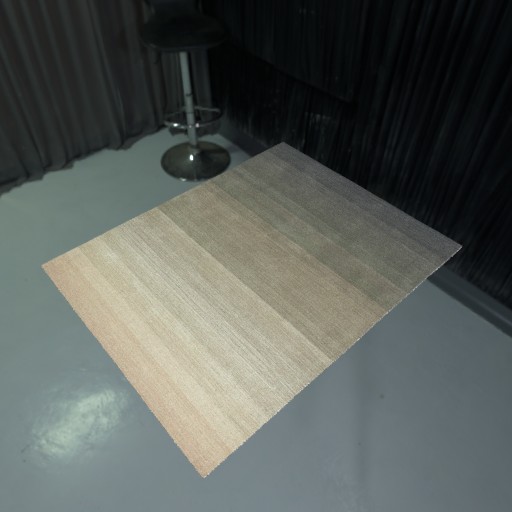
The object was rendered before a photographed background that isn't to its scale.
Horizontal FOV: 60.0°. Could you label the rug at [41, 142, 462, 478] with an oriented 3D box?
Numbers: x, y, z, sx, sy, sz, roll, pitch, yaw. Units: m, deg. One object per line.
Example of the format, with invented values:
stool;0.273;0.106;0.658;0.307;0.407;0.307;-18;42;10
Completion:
rug;0.000;0.000;3.915;2.932;0.015;2.315;-33;55;-27
